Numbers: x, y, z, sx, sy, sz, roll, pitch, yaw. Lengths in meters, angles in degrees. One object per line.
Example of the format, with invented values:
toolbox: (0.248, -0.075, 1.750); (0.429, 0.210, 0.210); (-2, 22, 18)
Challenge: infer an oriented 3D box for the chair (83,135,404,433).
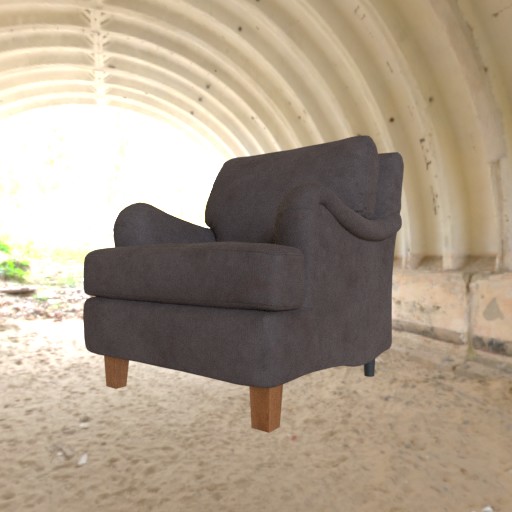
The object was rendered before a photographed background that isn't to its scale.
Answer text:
chair: (0.000, 0.000, 1.825); (0.955, 0.997, 1.070); (0, -1, 37)
